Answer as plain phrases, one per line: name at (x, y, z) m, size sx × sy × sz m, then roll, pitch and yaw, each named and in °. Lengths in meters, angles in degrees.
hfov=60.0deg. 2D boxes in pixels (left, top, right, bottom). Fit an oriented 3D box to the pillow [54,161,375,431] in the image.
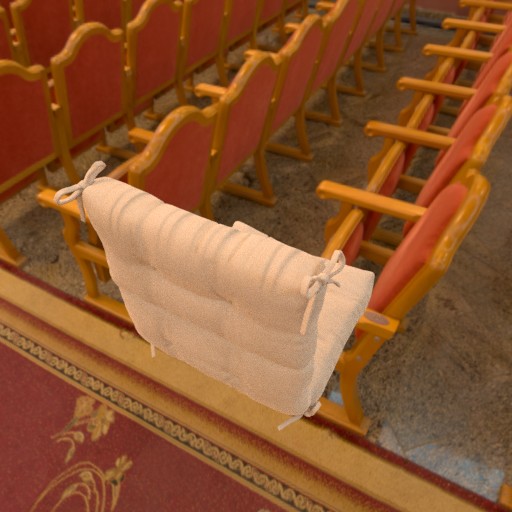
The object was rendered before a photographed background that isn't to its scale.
pillow at (0.000, 0.000, 1.035) m, size 0.519 × 0.605 × 0.571 m, roll 22°, pitch 49°, yaw 20°
